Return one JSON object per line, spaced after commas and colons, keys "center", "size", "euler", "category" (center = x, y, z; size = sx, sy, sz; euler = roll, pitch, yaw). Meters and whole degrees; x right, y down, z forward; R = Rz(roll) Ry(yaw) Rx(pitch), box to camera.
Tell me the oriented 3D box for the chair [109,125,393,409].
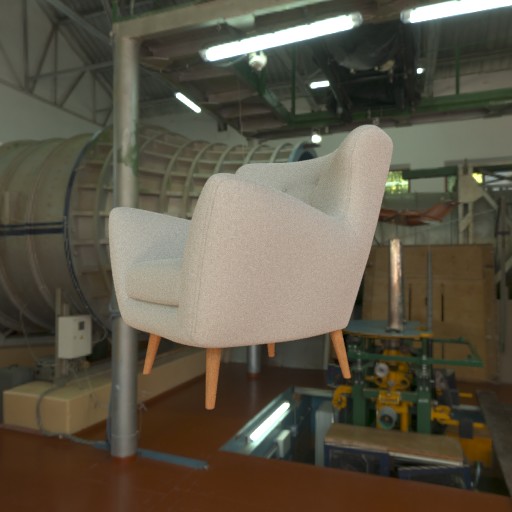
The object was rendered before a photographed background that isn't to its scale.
{"center": [0.000, 0.000, 1.672], "size": [0.889, 0.889, 0.890], "euler": [1, -1, -35], "category": "chair"}
